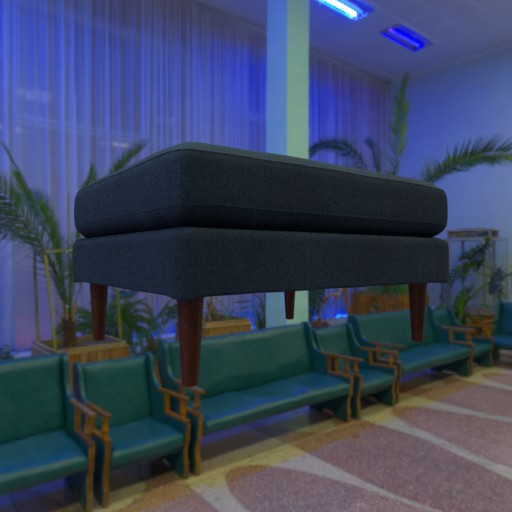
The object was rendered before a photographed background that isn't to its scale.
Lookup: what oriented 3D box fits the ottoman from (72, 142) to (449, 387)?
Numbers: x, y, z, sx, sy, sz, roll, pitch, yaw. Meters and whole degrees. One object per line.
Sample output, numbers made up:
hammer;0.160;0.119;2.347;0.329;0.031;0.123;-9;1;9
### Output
ottoman;0.000;0.000;1.239;0.821;0.474;0.693;0;0;-36
